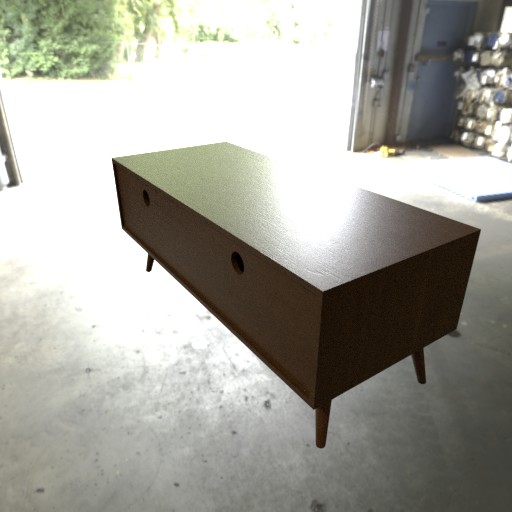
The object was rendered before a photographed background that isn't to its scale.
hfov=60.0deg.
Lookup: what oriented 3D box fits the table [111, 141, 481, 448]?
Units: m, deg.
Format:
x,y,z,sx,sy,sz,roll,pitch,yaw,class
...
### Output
x,y,z,sx,sy,sz,roll,pitch,yaw,class
0.000,0.000,1.402,0.490,0.464,1.119,-17,31,-30,table
